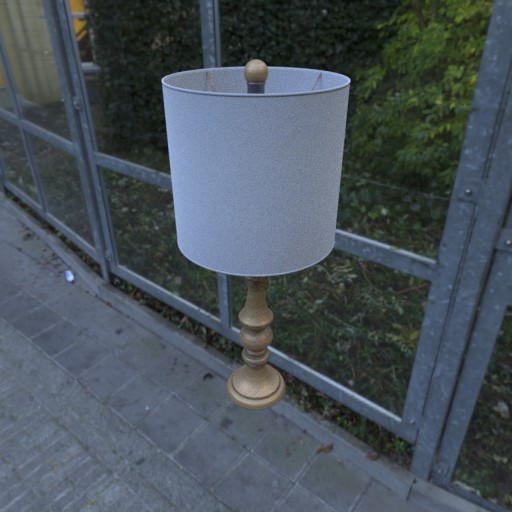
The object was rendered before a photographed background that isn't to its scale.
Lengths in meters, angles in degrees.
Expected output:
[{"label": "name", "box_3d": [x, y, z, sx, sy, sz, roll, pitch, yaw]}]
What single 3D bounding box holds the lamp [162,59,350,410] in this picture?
[{"label": "lamp", "box_3d": [0.000, 0.000, 0.733, 0.250, 0.597, 0.250, -21, 36, -32]}]
